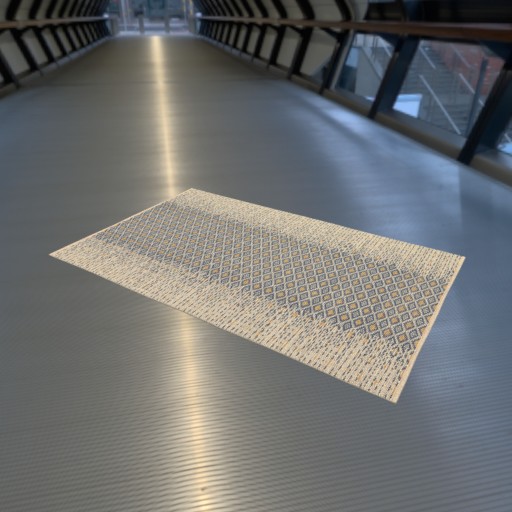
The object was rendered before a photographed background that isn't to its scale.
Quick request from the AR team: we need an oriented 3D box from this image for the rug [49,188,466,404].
[{"bbox_3d":[0.000,0.000,3.072,2.448,0.008,1.541,18,34,28],"label":"rug"}]
